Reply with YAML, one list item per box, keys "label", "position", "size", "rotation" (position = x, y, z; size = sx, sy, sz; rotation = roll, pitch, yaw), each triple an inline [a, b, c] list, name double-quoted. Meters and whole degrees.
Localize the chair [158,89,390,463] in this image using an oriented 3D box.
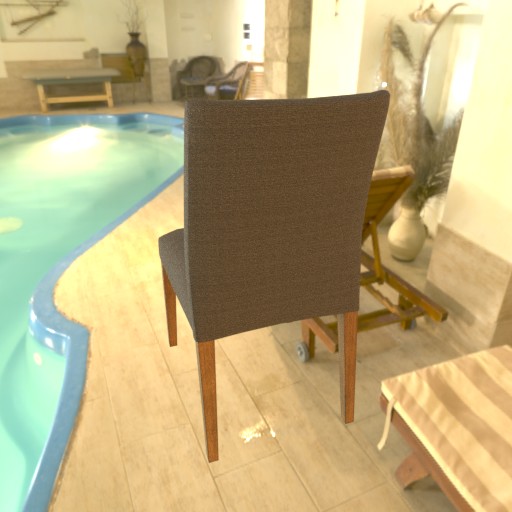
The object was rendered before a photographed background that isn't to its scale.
- label: "chair"
  position: [0.000, 0.000, 1.272]
  size: [0.496, 0.940, 0.585]
  rotation: [-9, 29, -16]
